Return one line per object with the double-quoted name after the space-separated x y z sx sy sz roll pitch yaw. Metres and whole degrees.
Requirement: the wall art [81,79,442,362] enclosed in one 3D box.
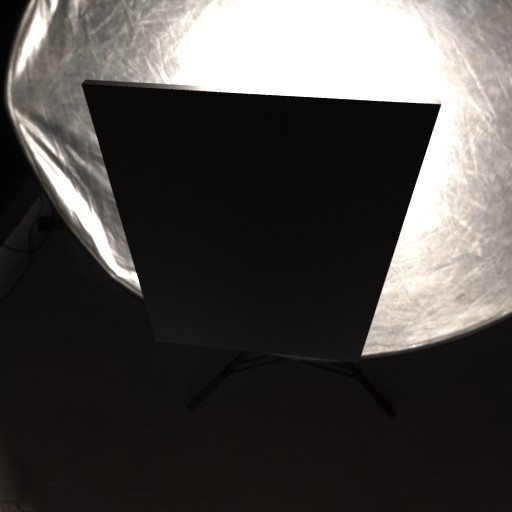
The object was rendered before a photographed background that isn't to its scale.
0.000 0.000 0.754 0.442 0.582 0.013 5 46 5 "wall art"
